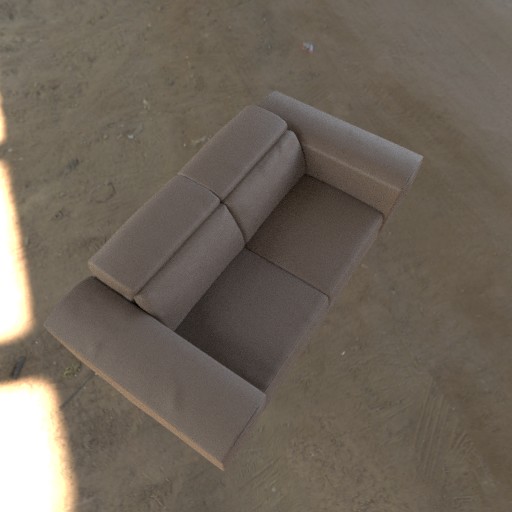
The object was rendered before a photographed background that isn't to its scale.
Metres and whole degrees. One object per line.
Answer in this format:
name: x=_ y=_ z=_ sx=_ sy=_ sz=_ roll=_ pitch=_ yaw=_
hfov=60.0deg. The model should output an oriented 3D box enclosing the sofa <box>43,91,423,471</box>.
sofa: x=0.000 y=0.000 z=2.381 sx=1.003 sy=0.779 sz=1.895 roll=30 pitch=63 yaw=17
